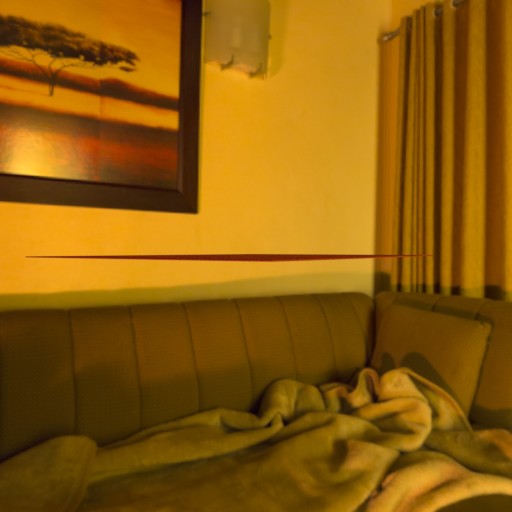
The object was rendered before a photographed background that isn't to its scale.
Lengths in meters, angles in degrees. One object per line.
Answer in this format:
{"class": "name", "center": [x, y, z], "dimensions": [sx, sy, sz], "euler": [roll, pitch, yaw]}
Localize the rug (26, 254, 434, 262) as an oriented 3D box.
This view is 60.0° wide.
{"class": "rug", "center": [0.000, 0.000, 3.944], "dimensions": [2.300, 0.012, 2.929], "euler": [1, 1, 36]}
